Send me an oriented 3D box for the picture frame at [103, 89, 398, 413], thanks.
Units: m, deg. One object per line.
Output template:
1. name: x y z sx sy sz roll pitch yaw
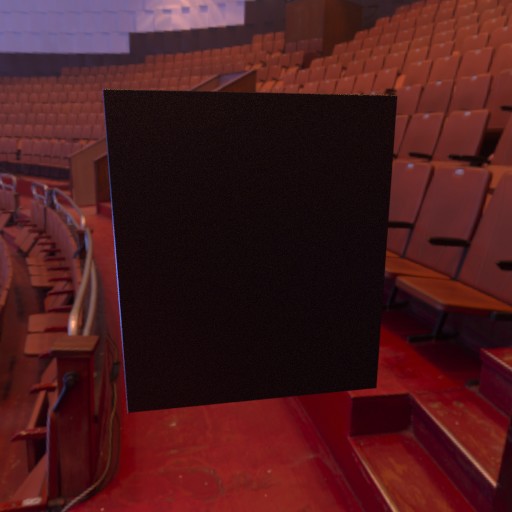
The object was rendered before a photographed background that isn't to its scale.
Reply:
1. picture frame: 0.000 0.000 0.547 0.328 0.378 0.034 -2 14 -10
